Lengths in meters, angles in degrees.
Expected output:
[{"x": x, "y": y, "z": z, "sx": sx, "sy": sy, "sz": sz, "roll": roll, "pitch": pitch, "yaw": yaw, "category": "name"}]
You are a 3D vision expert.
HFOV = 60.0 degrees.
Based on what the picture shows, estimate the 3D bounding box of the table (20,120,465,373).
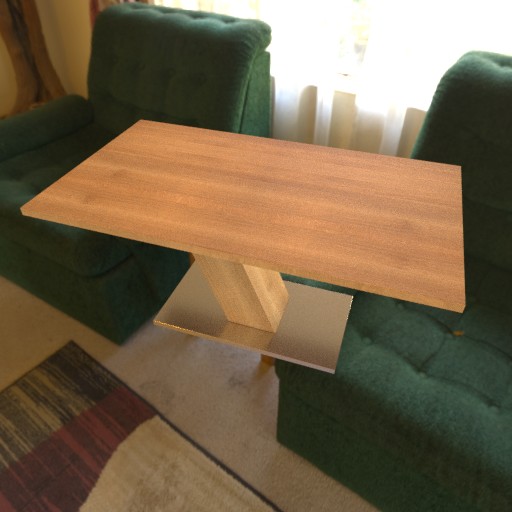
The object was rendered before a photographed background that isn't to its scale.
[{"x": 0.000, "y": 0.000, "z": 2.062, "sx": 1.600, "sy": 0.750, "sz": 0.900, "roll": 12, "pitch": 41, "yaw": 14, "category": "table"}]
